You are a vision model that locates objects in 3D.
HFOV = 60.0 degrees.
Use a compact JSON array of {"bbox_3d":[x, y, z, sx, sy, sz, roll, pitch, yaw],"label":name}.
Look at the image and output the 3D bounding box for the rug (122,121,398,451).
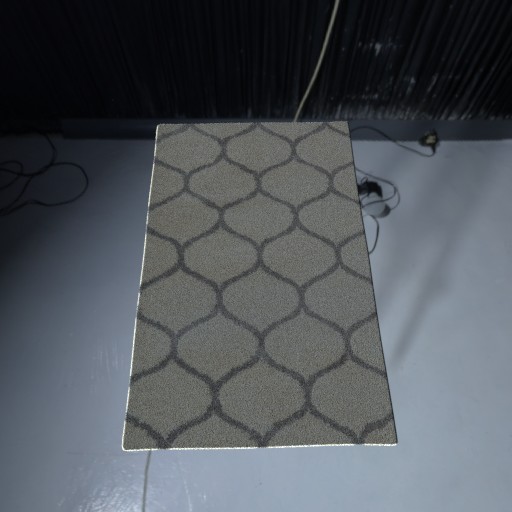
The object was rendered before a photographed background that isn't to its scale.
[{"bbox_3d":[0.000,0.000,2.943,1.501,0.024,2.348,-1,63,-1],"label":"rug"}]
